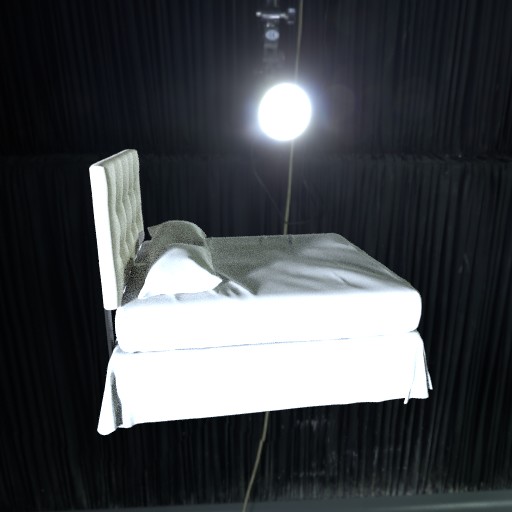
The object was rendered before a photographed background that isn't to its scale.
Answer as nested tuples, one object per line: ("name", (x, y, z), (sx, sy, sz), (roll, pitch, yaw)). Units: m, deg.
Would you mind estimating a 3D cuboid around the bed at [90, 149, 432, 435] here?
("bed", (0.000, 0.000, 3.497), (2.222, 1.577, 1.936), (-3, 17, -8))
